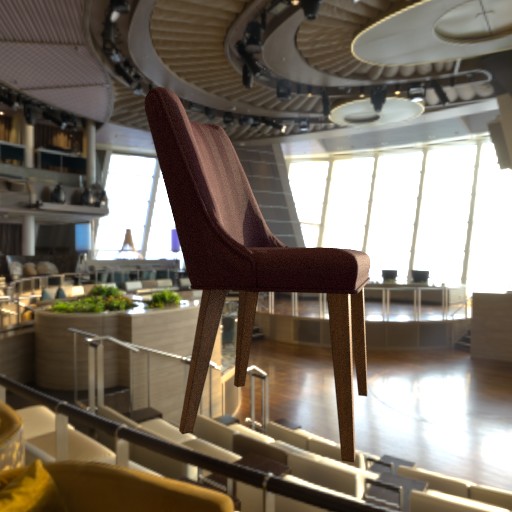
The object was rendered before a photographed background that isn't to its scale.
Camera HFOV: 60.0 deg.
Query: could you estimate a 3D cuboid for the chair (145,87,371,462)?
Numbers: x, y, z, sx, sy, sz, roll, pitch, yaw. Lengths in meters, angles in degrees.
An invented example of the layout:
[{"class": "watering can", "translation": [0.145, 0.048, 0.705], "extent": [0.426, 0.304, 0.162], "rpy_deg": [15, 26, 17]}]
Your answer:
[{"class": "chair", "translation": [0.000, 0.000, 1.318], "extent": [0.638, 0.916, 0.548], "rpy_deg": [0, 0, 17]}]
